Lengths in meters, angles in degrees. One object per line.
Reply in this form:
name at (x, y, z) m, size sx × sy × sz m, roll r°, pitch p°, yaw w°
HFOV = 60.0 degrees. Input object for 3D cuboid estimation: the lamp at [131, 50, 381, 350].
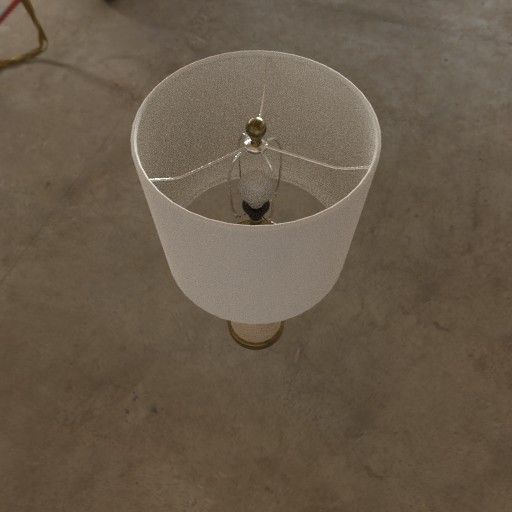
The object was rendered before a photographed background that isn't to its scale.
lamp at (0.000, 0.000, 0.804) m, size 0.305 × 0.634 × 0.305 m, roll -30°, pitch 63°, yaw -17°
